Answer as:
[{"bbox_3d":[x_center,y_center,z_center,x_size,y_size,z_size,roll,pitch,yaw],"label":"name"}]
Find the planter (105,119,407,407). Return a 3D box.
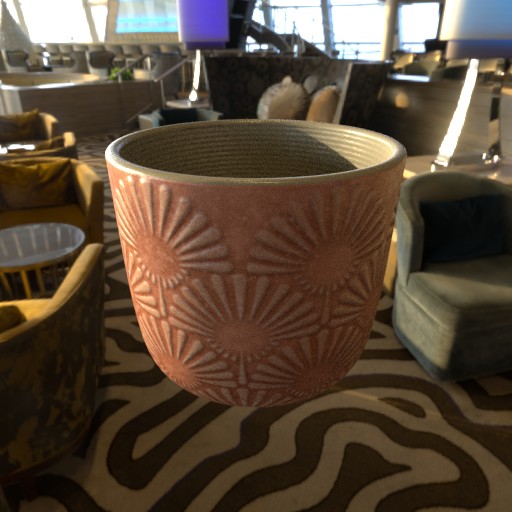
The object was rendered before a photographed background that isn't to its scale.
[{"bbox_3d":[0.000,0.000,0.213,0.124,0.109,0.124,0,26,0],"label":"planter"}]
